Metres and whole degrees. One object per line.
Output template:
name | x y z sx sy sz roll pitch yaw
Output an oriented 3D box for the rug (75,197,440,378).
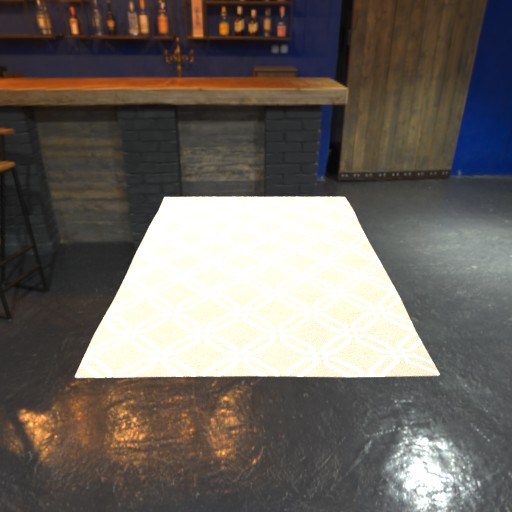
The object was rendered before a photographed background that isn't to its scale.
rug | 0.000 0.000 2.765 1.524 0.013 2.135 0 28 0
